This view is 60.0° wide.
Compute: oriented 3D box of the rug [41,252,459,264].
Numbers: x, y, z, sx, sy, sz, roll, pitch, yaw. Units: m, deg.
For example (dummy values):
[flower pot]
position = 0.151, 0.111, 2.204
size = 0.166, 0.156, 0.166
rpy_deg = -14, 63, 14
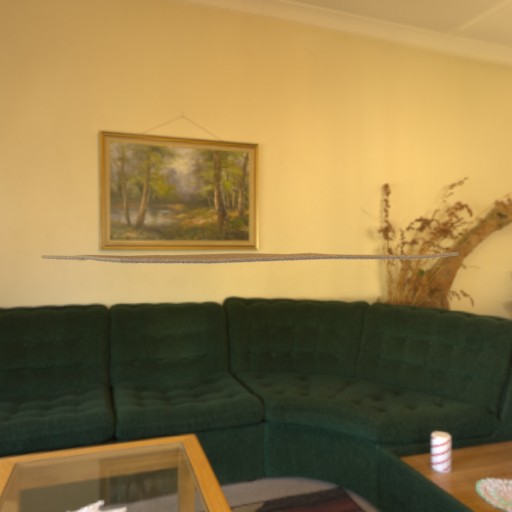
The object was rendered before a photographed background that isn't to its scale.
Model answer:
[rug]
position = 0.000, 0.000, 3.051
size = 2.430, 0.053, 1.553
rpy_deg = 0, 1, -36
